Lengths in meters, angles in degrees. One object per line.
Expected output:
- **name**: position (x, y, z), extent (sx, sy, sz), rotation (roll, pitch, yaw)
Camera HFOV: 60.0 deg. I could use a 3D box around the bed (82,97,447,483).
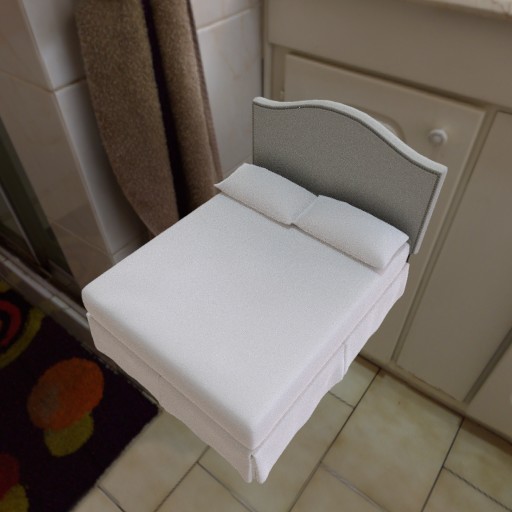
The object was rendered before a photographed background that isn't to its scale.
- **bed**: position (0.000, 0.000, 3.346), extent (1.813, 1.607, 2.180), rotation (30, 53, 27)
